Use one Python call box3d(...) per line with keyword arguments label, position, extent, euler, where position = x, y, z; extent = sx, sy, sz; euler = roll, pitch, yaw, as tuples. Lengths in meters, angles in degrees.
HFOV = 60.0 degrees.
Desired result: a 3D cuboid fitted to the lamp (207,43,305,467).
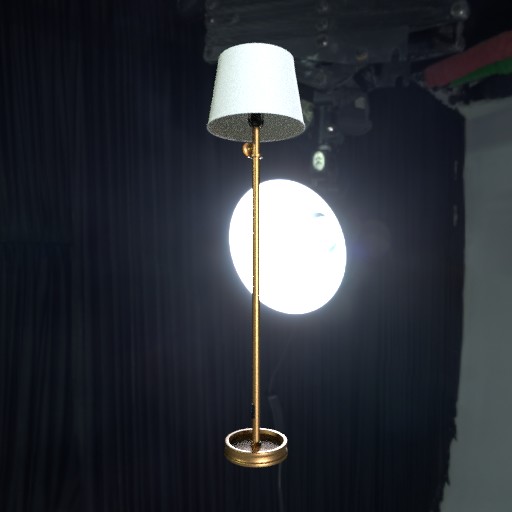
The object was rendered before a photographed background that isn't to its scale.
box3d(label="lamp", position=(0.000, 0.000, 0.804), extent=(0.178, 0.710, 0.178), euler=(0, -1, 0))
